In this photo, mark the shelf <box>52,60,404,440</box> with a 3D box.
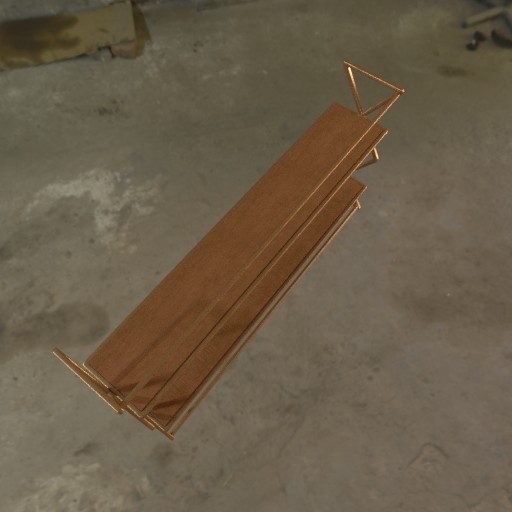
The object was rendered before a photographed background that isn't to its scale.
[{"bbox_3d":[0.000,0.000,1.002,0.150,0.450,0.822,35,68,16],"label":"shelf"}]
